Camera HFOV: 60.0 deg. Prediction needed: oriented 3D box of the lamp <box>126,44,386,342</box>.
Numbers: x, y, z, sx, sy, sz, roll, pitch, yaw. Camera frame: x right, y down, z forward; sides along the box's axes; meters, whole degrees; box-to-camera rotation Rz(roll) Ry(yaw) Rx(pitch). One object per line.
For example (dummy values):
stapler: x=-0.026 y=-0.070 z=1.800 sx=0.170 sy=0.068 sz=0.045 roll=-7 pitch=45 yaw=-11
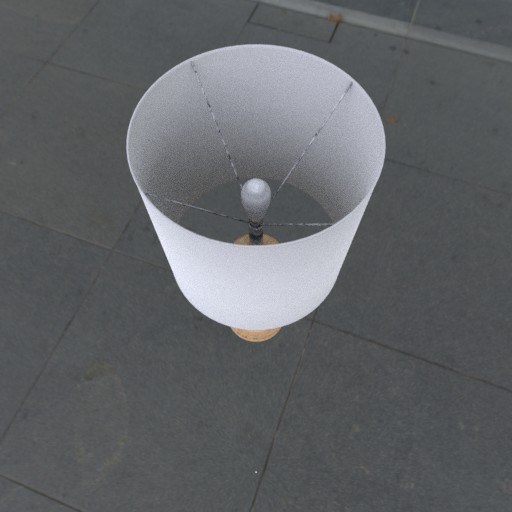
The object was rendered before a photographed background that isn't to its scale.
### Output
lamp: x=0.000 y=0.000 z=0.564 sx=0.208 sy=0.455 sz=0.208 roll=33 pitch=68 yaw=15
